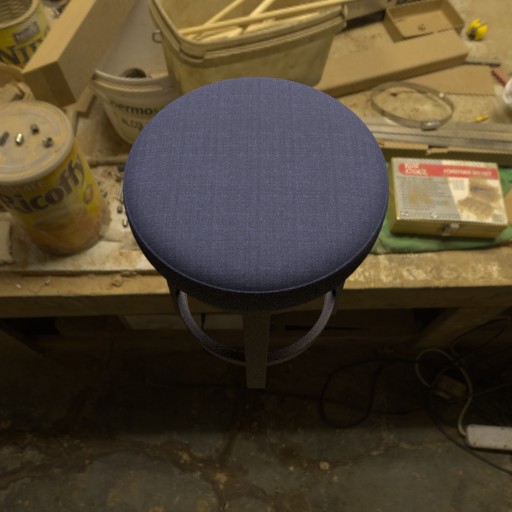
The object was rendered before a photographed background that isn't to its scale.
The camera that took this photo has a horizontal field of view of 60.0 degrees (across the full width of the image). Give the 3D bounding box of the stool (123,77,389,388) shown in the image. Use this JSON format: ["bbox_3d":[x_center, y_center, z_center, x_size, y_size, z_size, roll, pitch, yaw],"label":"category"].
[{"bbox_3d":[0.000,0.000,0.971,0.449,0.655,0.449,0,63,0],"label":"stool"}]
